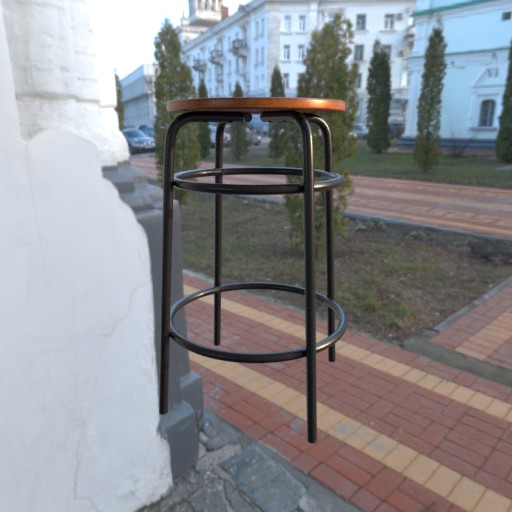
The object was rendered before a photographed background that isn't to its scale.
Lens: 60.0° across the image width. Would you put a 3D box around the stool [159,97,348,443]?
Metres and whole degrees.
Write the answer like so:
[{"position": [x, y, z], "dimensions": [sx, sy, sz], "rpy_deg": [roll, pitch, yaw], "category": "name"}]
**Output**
[{"position": [0.000, 0.000, 0.931], "dimensions": [0.455, 0.610, 0.455], "rpy_deg": [-9, 18, -28], "category": "stool"}]
